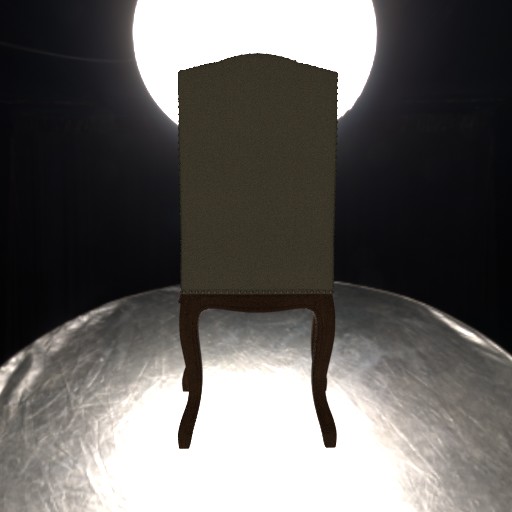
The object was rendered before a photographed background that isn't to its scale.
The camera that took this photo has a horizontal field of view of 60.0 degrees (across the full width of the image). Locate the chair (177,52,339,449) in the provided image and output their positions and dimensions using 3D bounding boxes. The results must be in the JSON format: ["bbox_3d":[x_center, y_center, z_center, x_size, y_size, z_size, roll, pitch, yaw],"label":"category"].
[{"bbox_3d":[0.000,0.000,1.601,0.623,1.165,0.715,0,0,-1],"label":"chair"}]
